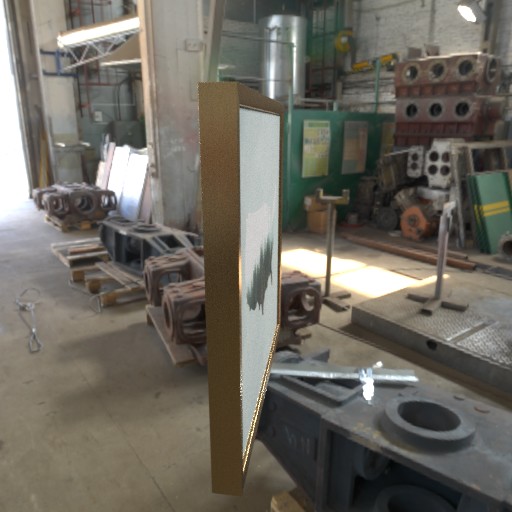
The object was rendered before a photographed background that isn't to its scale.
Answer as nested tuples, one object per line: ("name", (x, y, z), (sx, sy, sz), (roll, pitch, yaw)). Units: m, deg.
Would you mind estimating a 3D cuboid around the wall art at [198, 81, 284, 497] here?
("wall art", (0.000, 0.000, 0.754), (0.040, 0.509, 0.509), (2, 17, 8))
